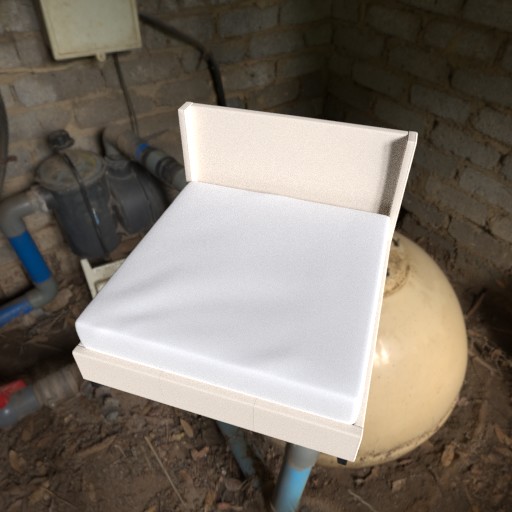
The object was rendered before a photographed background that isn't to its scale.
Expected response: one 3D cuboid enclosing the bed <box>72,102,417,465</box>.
[{"bbox_3d":[0.000,0.000,3.652,2.145,1.471,2.293,12,42,13],"label":"bed"}]
